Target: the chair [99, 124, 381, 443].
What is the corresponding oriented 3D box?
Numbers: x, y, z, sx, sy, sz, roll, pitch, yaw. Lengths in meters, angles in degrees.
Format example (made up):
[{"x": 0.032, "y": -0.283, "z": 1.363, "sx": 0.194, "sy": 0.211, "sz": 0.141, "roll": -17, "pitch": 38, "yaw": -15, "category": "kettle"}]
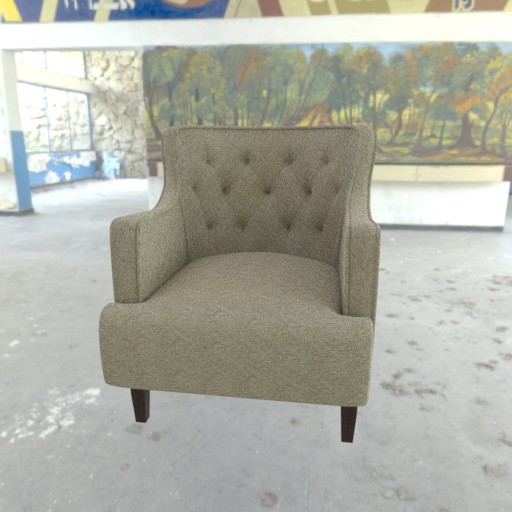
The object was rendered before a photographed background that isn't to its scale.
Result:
[{"x": 0.000, "y": 0.000, "z": 1.614, "sx": 0.820, "sy": 0.920, "sz": 0.910, "roll": 2, "pitch": 15, "yaw": 8, "category": "chair"}]
